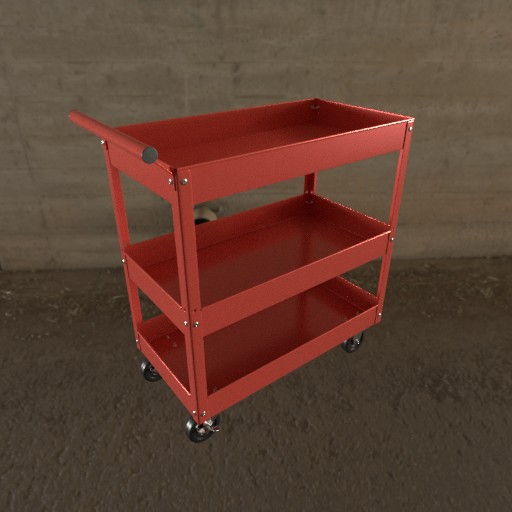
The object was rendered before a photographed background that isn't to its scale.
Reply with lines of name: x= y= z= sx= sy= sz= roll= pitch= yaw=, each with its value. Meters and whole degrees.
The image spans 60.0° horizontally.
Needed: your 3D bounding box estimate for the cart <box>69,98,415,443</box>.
cart: x=0.000 y=0.000 z=1.185 sx=0.719 sy=0.780 sz=0.366 roll=-20 pitch=35 yaw=-32
